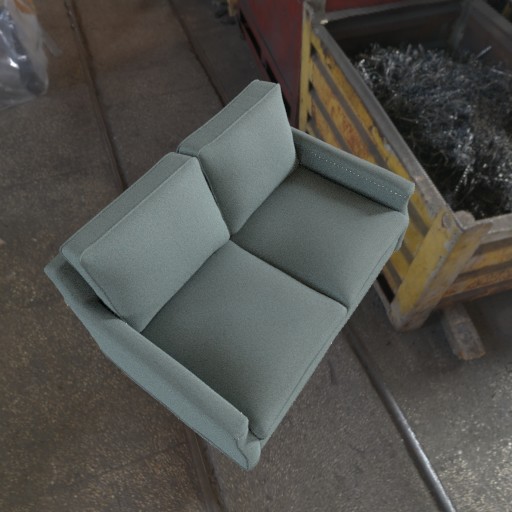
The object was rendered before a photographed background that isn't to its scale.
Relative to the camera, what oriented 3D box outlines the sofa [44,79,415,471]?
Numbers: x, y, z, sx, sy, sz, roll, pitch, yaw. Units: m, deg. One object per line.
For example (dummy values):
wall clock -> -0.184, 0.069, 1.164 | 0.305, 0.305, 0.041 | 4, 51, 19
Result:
sofa -> 0.000, 0.000, 2.253 | 1.084, 1.003, 1.597 | 31, 62, 19
